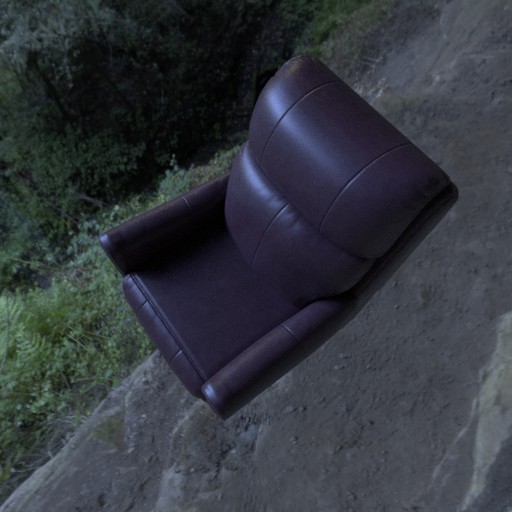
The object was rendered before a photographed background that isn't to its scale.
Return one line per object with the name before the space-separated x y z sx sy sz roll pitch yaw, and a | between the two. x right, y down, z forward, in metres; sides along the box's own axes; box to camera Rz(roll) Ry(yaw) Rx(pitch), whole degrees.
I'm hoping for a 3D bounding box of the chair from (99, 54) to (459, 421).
chair | 0.000 0.000 1.729 1.014 1.054 0.838 -35 70 -14
